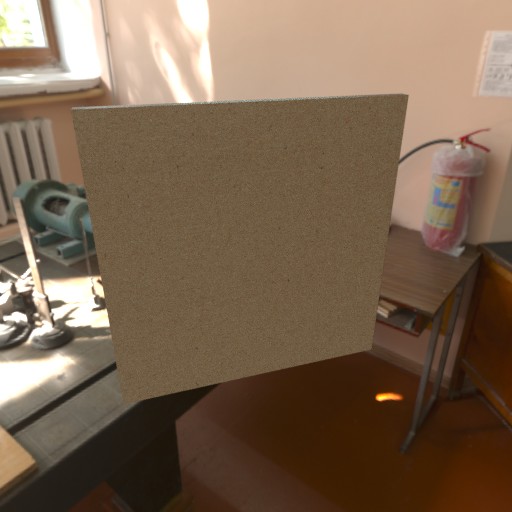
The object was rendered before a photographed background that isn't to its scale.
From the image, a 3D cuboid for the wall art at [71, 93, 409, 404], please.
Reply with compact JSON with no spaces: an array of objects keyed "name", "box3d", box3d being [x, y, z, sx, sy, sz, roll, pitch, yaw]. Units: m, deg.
[{"name":"wall art","box3d":[0.000,0.000,1.162,0.773,0.775,0.031,-8,28,-16]}]
